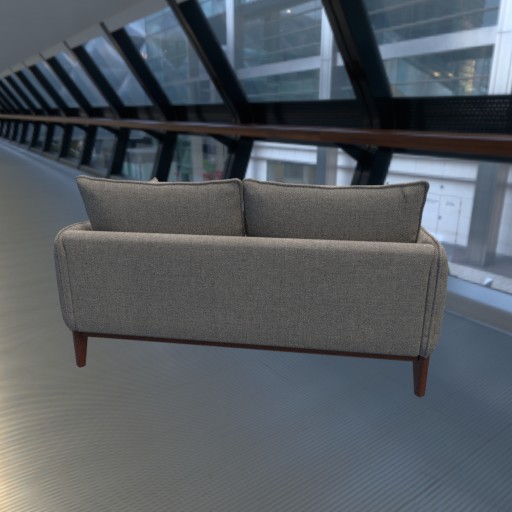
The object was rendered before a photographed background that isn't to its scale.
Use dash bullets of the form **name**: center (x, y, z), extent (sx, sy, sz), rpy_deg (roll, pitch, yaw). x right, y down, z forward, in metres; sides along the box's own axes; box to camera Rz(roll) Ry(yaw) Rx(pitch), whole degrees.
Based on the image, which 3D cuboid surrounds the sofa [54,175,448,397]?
- **sofa**: center (0.000, 0.000, 2.165), extent (1.580, 0.851, 0.972), rpy_deg (3, 17, 8)
